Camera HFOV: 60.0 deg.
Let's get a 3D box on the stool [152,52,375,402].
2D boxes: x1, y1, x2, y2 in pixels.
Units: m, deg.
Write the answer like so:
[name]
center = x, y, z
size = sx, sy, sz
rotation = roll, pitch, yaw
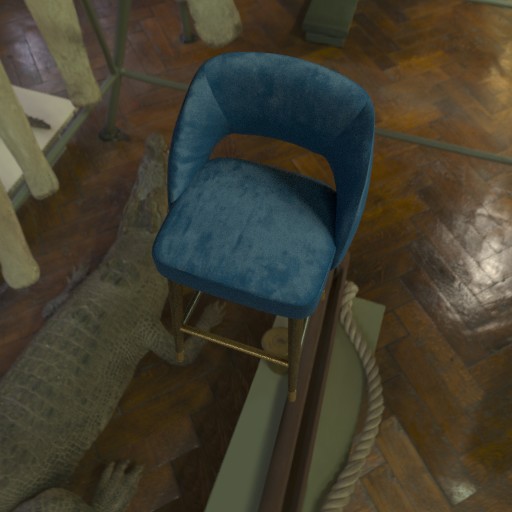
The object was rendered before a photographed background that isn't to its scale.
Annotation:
[stool]
center = 0.000, 0.000, 1.330
size = 0.514, 1.016, 0.515
rotation = 17, 61, 10
